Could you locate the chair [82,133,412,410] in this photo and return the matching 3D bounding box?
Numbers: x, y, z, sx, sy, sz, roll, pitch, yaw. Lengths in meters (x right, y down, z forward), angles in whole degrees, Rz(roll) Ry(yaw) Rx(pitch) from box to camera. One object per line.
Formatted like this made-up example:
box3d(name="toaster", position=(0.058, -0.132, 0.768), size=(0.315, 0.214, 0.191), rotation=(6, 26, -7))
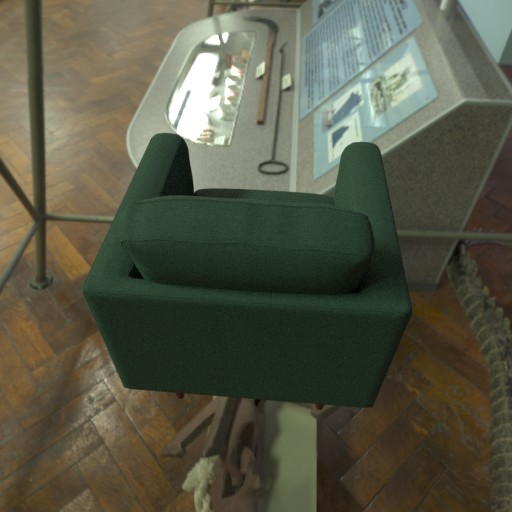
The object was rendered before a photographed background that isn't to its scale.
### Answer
box3d(name="chair", position=(0.000, 0.000, 1.545), size=(0.855, 0.927, 0.800), rotation=(3, 47, 3))
